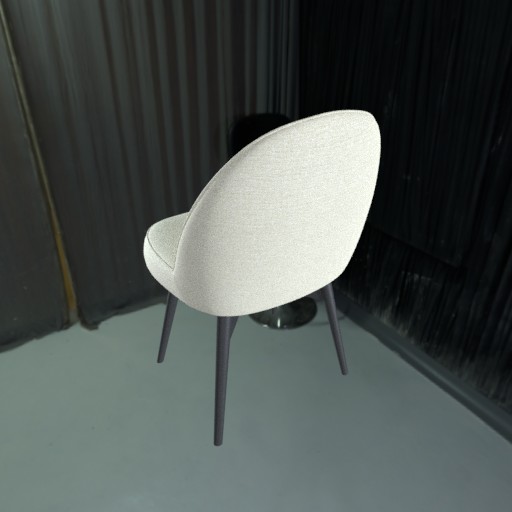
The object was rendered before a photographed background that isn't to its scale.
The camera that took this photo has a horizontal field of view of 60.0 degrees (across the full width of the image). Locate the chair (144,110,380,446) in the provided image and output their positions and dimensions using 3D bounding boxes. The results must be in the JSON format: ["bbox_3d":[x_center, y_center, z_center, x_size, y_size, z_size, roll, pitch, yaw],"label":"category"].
[{"bbox_3d":[0.000,0.000,1.189,0.532,0.838,0.540,-19,35,-29],"label":"chair"}]
